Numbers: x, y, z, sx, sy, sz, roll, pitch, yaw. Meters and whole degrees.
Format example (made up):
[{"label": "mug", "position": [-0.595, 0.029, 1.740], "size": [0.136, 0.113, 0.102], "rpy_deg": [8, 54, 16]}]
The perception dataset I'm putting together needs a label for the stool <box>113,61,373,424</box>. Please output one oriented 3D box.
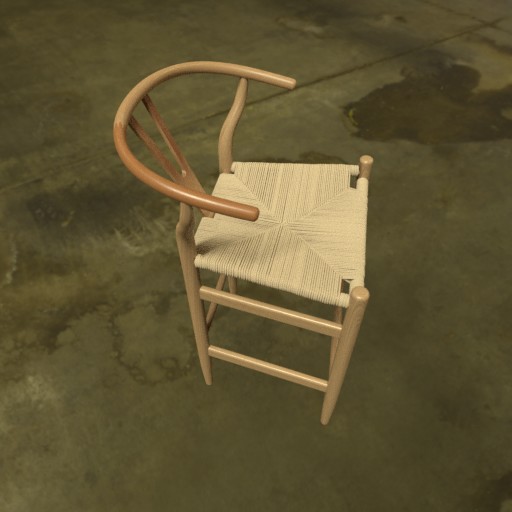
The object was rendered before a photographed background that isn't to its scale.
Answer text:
[{"label": "stool", "position": [0.000, 0.000, 1.260], "size": [0.575, 0.923, 0.536], "rpy_deg": [8, 48, 8]}]
